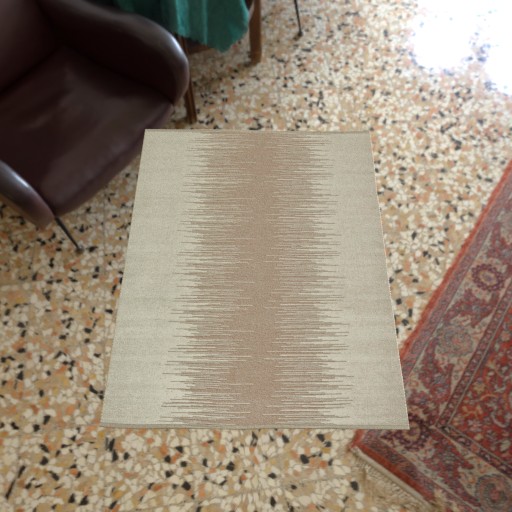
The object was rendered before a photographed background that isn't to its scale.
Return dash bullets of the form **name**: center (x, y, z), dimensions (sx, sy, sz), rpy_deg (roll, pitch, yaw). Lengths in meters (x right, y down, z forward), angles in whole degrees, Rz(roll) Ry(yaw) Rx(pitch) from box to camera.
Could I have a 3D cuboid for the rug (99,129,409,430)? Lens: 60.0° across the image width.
- **rug**: center (0.000, 0.000, 4.146), dimensions (2.438, 0.013, 3.048), rpy_deg (1, 64, 0)
